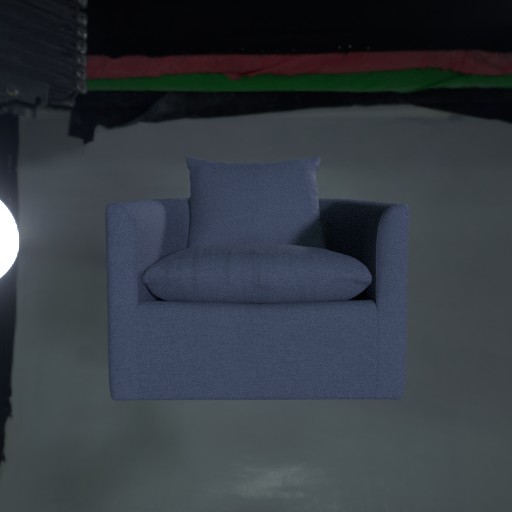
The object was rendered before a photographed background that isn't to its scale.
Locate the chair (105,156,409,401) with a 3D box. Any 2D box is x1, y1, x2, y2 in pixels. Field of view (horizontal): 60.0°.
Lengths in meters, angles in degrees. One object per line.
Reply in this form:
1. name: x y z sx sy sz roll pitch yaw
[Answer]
1. chair: 0.000 0.000 1.649 0.845 0.848 0.910 0 1 -1
